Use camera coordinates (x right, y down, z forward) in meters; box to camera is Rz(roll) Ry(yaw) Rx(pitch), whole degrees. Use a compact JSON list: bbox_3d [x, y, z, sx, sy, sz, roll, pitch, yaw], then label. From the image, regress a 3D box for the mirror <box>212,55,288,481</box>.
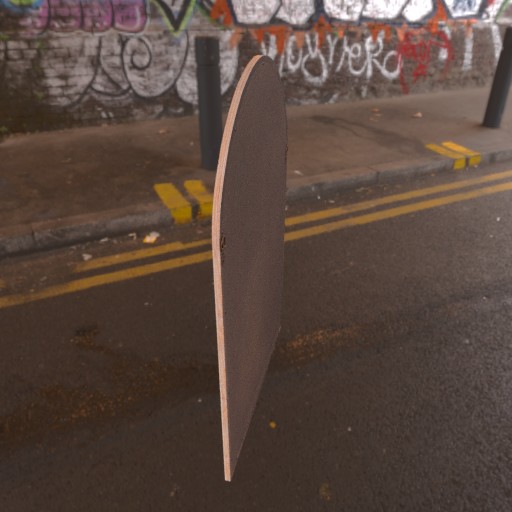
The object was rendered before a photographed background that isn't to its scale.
[{"bbox_3d":[0.000,0.000,1.106,0.032,0.915,0.609,7,30,12],"label":"mirror"}]
